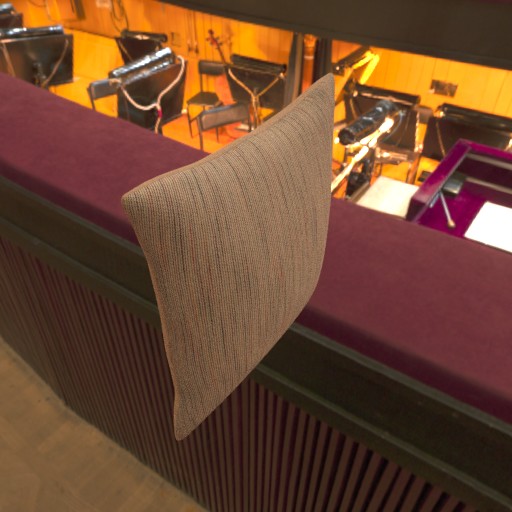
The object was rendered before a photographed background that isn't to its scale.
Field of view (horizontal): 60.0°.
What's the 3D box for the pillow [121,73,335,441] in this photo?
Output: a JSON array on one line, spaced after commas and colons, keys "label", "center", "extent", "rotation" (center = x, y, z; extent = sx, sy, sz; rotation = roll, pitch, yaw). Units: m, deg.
[{"label": "pillow", "center": [0.000, 0.000, 0.791], "extent": [0.178, 0.506, 0.512], "rotation": [23, 45, 25]}]
